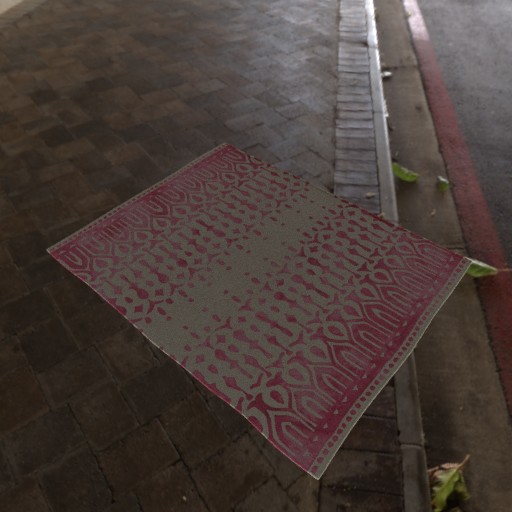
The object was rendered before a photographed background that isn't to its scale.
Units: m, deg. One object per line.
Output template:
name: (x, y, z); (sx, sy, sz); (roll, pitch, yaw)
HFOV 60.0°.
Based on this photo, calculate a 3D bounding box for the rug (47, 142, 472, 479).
rug: (0.000, 0.000, 4.050); (3.095, 0.016, 2.441); (32, 54, 27)
